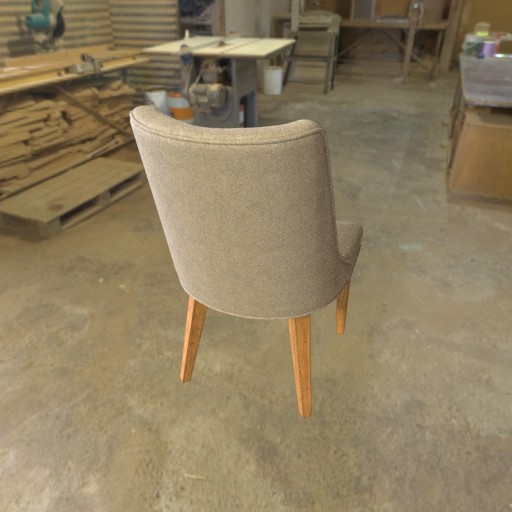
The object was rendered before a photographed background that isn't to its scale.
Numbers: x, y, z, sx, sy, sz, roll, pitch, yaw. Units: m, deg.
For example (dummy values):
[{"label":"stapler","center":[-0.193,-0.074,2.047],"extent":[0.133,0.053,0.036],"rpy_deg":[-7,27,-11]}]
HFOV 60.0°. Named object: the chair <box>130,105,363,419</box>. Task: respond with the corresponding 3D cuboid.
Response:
[{"label":"chair","center":[0.000,0.000,1.307],"extent":[0.548,0.916,0.636],"rpy_deg":[11,33,17]}]
